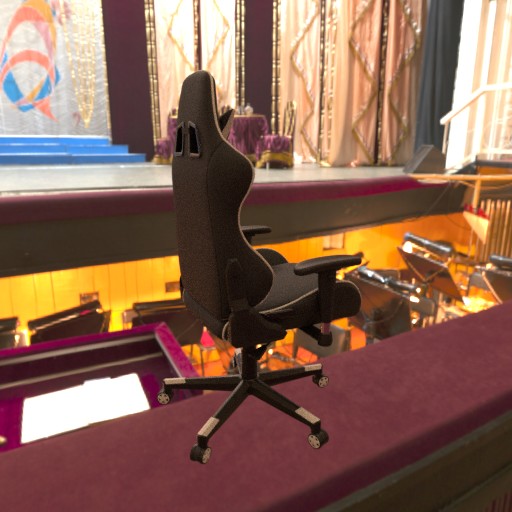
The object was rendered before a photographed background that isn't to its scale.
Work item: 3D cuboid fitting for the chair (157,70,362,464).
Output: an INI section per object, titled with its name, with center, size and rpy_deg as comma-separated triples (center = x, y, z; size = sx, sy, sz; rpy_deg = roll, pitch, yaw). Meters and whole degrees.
[chair]
center = 0.000, 0.000, 1.628
size = 0.700, 1.240, 0.700
rpy_deg = -8, 16, -27
